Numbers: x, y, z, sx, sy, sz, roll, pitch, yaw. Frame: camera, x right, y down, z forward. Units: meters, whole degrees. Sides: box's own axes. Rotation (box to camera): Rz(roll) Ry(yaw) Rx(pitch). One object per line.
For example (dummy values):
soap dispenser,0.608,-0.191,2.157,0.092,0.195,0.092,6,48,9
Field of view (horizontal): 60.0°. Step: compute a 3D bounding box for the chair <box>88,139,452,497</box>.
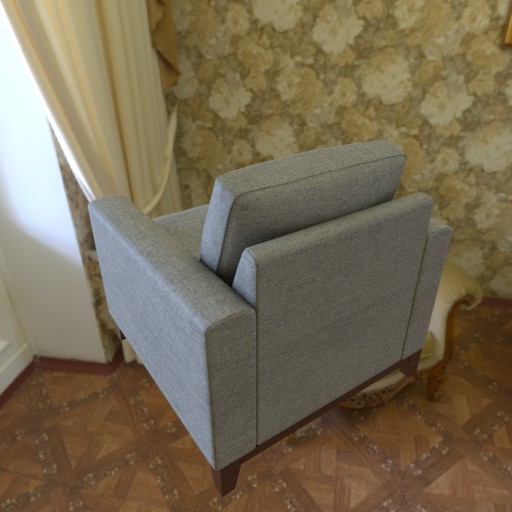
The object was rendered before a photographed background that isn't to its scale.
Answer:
chair,0.000,0.000,1.806,1.024,1.010,1.038,-19,35,-30
